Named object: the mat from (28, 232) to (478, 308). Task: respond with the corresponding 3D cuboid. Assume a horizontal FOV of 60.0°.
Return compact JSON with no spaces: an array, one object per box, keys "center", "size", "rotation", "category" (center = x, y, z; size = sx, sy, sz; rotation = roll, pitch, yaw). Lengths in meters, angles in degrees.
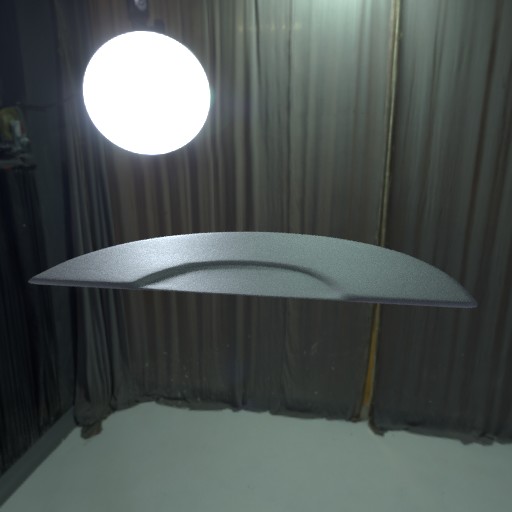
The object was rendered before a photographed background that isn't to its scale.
[{"center":[0.000,0.000,1.885],"size":[1.525,0.016,0.917],"rotation":[2,16,8],"category":"mat"}]
